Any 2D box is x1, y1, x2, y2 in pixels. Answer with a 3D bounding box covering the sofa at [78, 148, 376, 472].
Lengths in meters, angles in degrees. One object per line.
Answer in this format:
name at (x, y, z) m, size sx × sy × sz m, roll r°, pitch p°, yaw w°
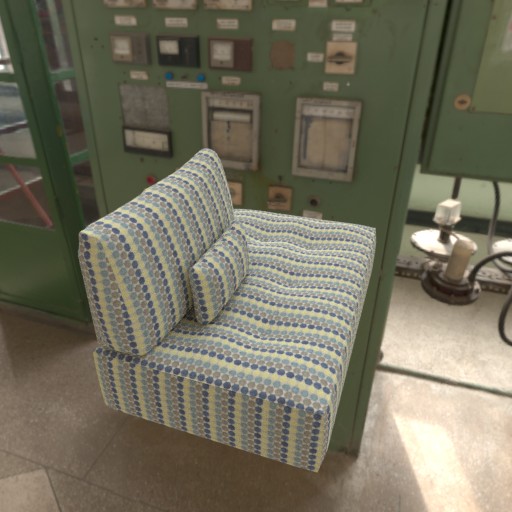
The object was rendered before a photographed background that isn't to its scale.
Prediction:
sofa at (0.000, 0.000, 2.066) m, size 1.000 × 0.820 × 1.450 m, roll 10°, pitch 31°, yaw 17°
